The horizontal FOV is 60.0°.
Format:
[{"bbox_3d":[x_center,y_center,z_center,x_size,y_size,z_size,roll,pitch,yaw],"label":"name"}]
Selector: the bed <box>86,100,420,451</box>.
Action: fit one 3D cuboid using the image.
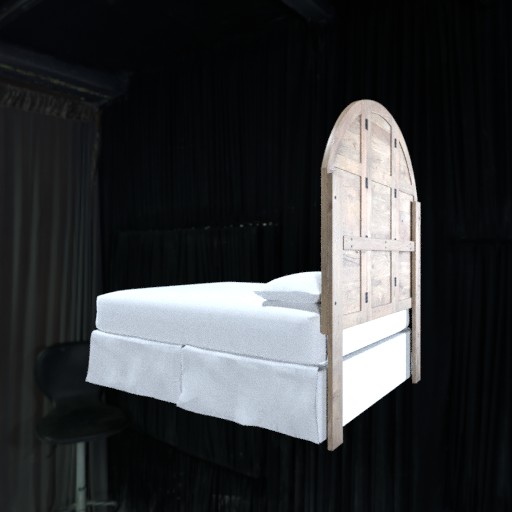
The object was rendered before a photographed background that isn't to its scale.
[{"bbox_3d":[0.000,0.000,3.538,2.112,2.002,1.713,0,0,36],"label":"bed"}]
